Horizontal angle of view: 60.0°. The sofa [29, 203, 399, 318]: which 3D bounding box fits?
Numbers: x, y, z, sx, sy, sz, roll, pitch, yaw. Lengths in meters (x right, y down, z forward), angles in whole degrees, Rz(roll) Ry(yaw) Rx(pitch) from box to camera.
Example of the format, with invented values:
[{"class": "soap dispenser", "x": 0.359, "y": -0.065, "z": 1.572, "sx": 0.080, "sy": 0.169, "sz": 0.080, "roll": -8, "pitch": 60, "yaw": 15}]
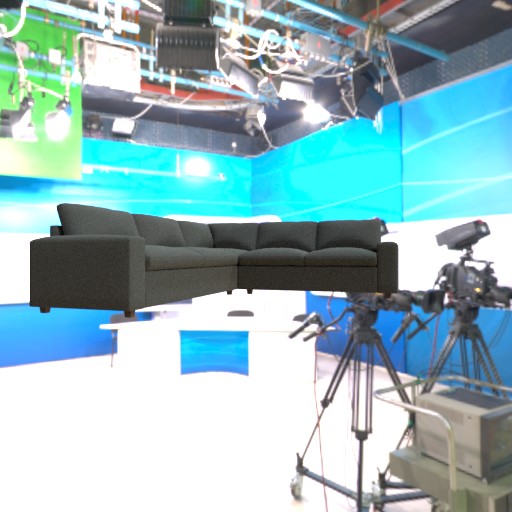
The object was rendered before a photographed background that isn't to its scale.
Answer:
[{"class": "sofa", "x": 0.000, "y": 0.000, "z": 4.778, "sx": 2.895, "sy": 0.965, "sz": 3.277, "roll": 0, "pitch": 0, "yaw": 19}]
